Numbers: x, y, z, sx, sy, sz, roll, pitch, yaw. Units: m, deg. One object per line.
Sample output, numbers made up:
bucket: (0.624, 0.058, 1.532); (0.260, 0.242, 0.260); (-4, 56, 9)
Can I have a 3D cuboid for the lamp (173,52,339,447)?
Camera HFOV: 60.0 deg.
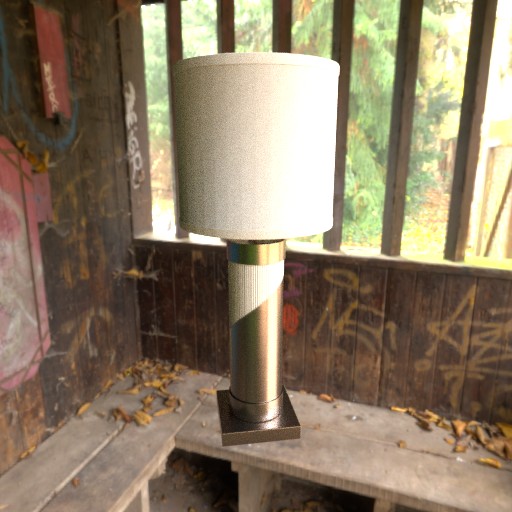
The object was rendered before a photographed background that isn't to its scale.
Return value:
lamp: (0.000, 0.000, 0.606); (0.202, 0.509, 0.202); (-2, 15, -9)
